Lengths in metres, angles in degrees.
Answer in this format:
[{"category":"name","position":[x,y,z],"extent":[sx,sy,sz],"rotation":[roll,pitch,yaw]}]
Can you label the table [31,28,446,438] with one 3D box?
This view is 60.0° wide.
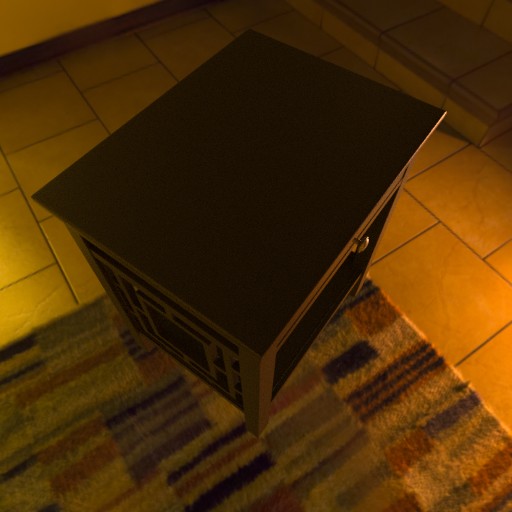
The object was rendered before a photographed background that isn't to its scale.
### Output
[{"category":"table","position":[0.000,0.000,1.005],"extent":[0.451,0.646,0.564],"rotation":[32,63,18]}]
